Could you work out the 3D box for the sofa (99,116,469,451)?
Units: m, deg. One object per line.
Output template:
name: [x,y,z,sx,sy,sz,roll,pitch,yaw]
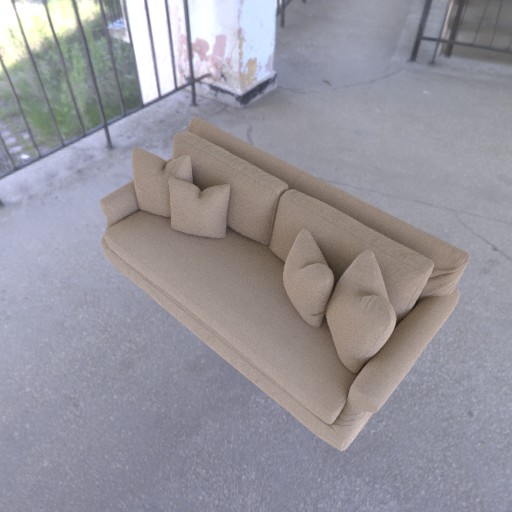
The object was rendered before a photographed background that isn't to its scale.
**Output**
sofa: [0.000,0.000,2.862,2.285,0.904,1.067,33,55,27]
